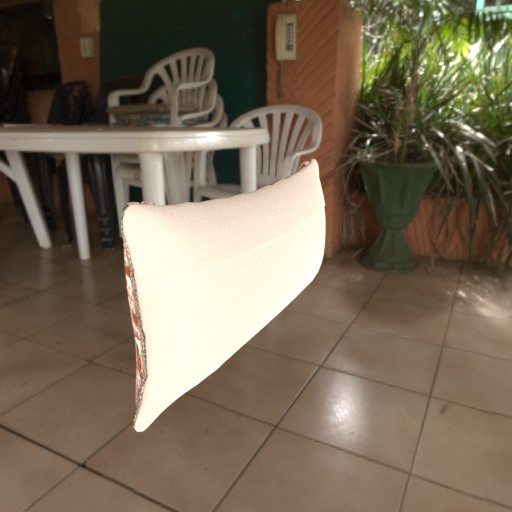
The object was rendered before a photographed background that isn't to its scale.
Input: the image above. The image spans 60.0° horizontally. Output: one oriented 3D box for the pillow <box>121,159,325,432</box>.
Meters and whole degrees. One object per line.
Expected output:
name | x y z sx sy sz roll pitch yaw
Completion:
pillow | 0.000 0.000 0.763 0.139 0.282 0.635 9 19 25
